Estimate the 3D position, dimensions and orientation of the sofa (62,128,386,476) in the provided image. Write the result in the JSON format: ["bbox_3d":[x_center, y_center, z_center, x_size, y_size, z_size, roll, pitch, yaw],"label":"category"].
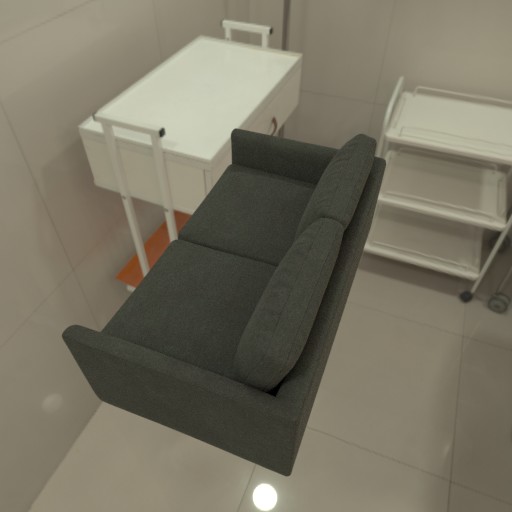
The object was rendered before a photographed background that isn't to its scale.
[{"bbox_3d":[0.000,0.000,2.550,1.091,0.845,1.909,16,48,15],"label":"sofa"}]
